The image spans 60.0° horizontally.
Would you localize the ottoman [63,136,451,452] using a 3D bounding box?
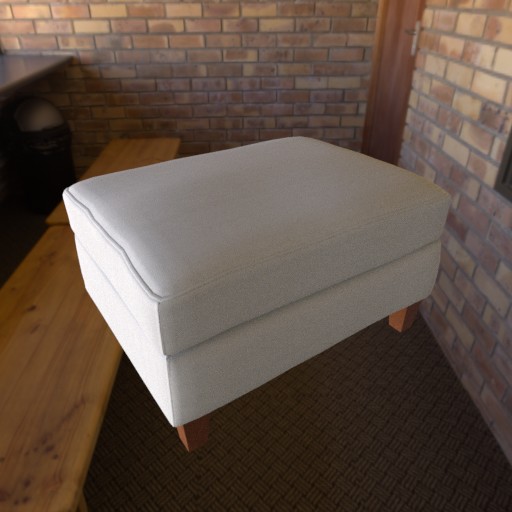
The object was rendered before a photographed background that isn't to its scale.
[{"bbox_3d":[0.000,0.000,1.220,0.818,0.496,0.634,-20,36,-29],"label":"ottoman"}]
